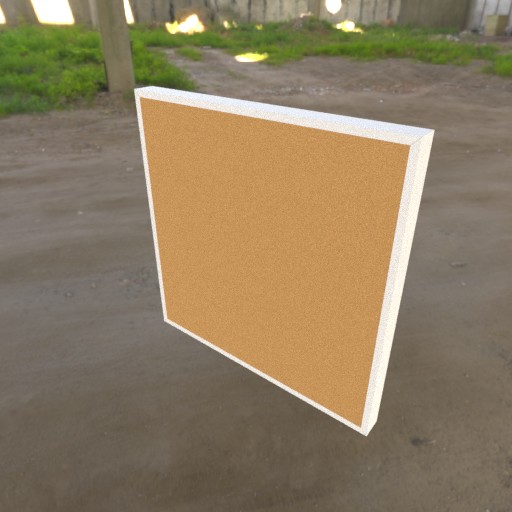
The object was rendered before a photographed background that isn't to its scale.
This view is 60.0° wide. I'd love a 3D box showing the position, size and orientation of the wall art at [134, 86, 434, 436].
[{"bbox_3d":[0.000,0.000,0.465,0.304,0.304,0.024,21,36,32],"label":"wall art"}]
